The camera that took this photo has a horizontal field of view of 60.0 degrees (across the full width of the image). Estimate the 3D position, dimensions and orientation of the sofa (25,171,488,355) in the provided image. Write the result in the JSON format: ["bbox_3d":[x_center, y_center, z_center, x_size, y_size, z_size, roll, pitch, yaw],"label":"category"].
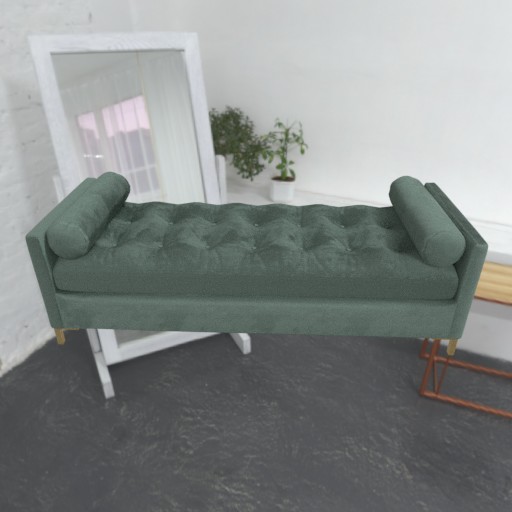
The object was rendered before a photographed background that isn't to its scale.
[{"bbox_3d":[0.000,0.000,2.446,2.102,0.705,0.796,1,30,2],"label":"sofa"}]
